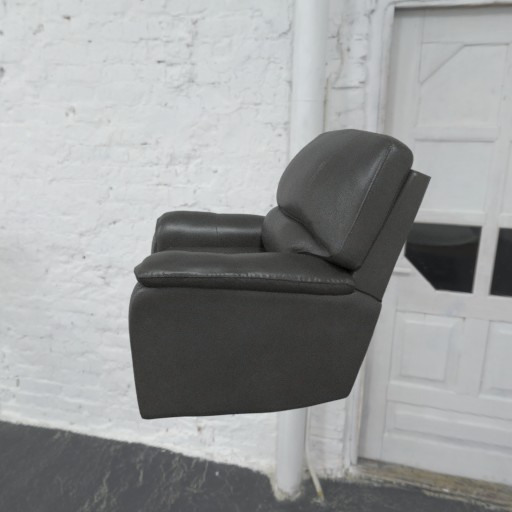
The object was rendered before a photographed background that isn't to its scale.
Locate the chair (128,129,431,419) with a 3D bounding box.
[{"bbox_3d":[0.000,0.000,2.011,1.087,1.109,1.096,-2,15,-8],"label":"chair"}]
